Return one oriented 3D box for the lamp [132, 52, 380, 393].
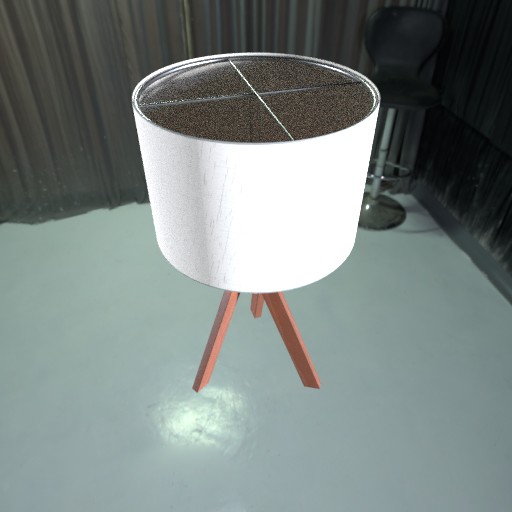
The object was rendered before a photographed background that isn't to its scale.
[{"bbox_3d":[0.000,0.000,0.914,0.380,0.686,0.380,-11,41,-12],"label":"lamp"}]
